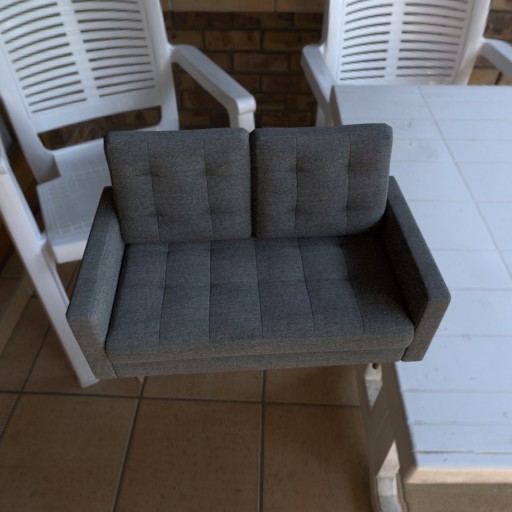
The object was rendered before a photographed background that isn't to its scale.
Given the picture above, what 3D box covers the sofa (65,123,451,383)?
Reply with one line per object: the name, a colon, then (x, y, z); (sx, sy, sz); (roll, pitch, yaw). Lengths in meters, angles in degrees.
sofa: (0.000, 0.000, 1.937); (1.407, 0.907, 0.842); (-3, 45, -3)
